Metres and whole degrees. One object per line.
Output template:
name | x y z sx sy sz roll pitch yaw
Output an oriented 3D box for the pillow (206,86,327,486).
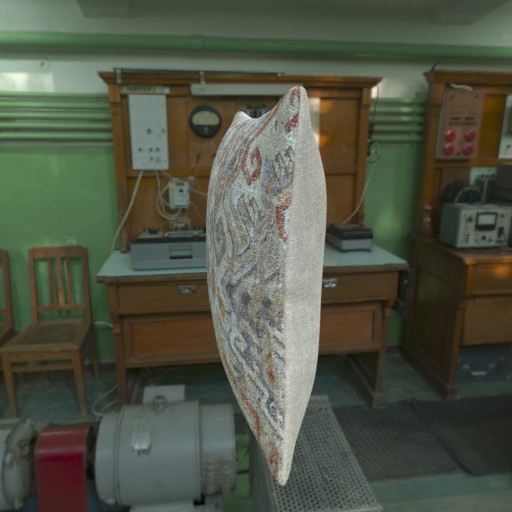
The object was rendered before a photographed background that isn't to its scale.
pillow | 0.000 0.000 0.773 0.166 0.506 0.523 -2 15 -9
